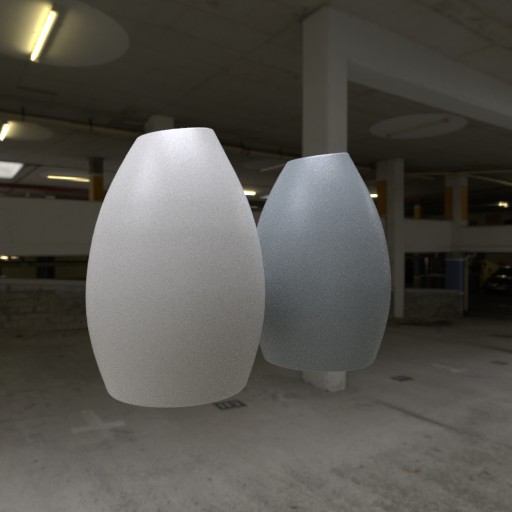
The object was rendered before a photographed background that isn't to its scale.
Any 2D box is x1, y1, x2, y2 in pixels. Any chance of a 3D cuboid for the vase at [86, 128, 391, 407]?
[{"bbox_3d":[0.000,0.000,0.256,0.187,0.131,0.089,-1,1,-35],"label":"vase"}]
